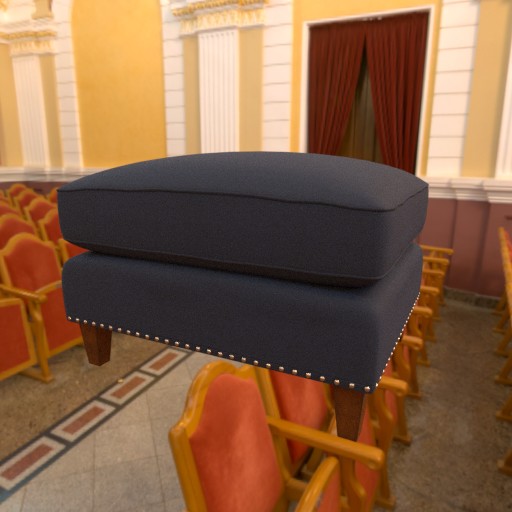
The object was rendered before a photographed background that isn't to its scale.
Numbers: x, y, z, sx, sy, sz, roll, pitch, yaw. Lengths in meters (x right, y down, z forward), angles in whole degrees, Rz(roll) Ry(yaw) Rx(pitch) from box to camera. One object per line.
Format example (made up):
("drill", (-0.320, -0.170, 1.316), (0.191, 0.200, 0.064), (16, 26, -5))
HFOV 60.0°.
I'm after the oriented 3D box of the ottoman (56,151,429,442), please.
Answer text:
("ottoman", (0.000, 0.000, 1.115), (0.741, 0.513, 0.584), (7, 15, 26))
